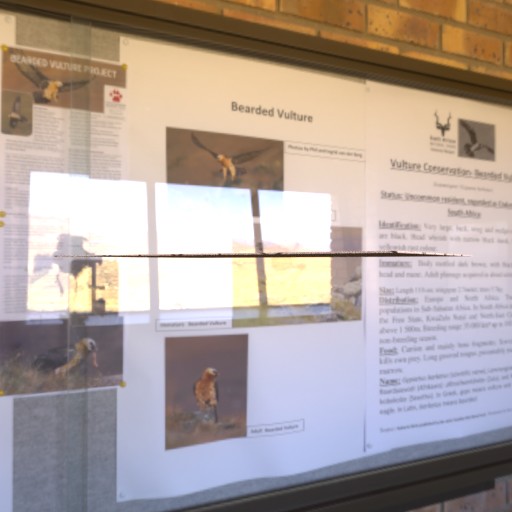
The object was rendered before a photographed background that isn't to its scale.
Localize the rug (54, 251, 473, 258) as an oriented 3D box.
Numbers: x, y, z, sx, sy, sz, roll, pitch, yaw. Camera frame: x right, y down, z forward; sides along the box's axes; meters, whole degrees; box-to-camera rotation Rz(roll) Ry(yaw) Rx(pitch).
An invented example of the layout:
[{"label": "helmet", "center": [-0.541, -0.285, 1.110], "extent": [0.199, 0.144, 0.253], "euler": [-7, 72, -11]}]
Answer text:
[{"label": "rug", "center": [0.000, 0.000, 3.059], "extent": [2.465, 0.008, 1.526], "euler": [-1, -1, 36]}]
